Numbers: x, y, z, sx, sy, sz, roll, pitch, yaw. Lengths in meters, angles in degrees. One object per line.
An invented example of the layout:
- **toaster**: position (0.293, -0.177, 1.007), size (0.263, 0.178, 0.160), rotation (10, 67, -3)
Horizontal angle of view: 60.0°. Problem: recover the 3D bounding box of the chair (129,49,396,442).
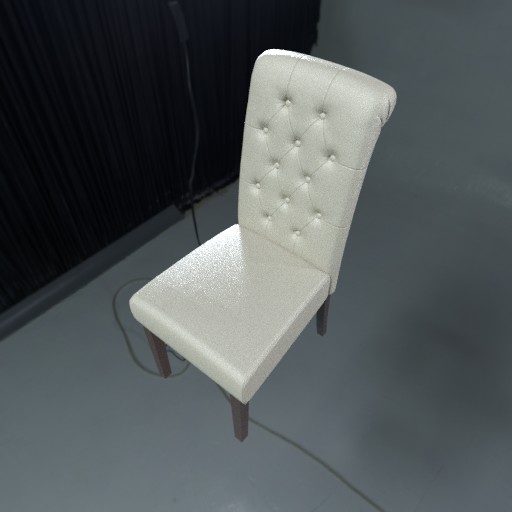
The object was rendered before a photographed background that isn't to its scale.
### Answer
- **chair**: position (0.000, 0.000, 1.369), size (0.456, 1.006, 0.671), rotation (30, 53, 26)
